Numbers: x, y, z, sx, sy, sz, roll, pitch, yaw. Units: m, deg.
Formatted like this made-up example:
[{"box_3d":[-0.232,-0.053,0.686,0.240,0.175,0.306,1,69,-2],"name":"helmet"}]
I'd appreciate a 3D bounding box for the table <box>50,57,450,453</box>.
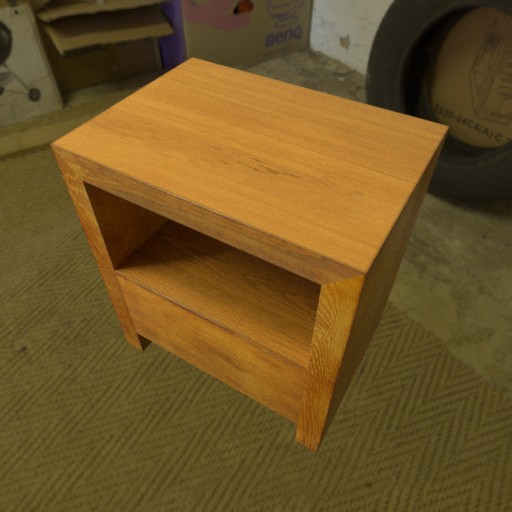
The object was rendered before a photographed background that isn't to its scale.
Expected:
[{"box_3d":[0.000,0.000,0.970,0.550,0.605,0.400,24,51,20],"name":"table"}]
